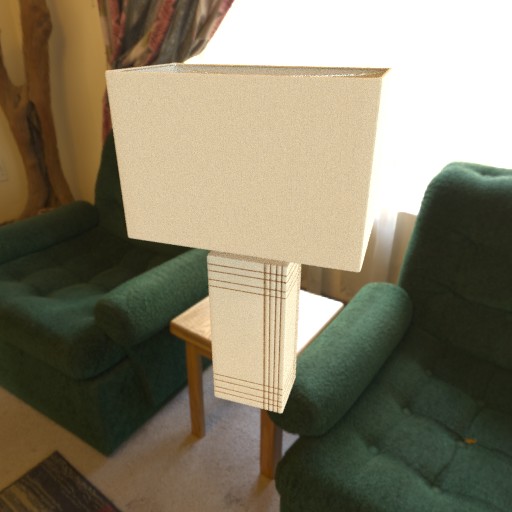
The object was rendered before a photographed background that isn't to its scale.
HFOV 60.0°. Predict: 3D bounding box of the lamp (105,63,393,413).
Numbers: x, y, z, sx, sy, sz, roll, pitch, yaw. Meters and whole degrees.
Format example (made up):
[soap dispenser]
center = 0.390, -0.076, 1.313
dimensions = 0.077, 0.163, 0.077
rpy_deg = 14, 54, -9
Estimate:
[lamp]
center = 0.000, 0.000, 0.695
dimensions = 0.334, 0.543, 0.182
rpy_deg = 9, 28, 17
